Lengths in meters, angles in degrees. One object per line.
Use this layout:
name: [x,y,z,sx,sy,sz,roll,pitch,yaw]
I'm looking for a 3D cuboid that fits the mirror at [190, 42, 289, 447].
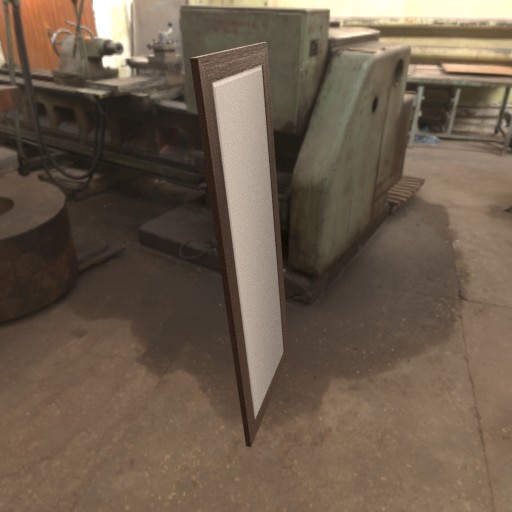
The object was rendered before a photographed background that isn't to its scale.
mirror: [0.000,0.000,2.379,0.221,2.020,0.812,10,31,16]
